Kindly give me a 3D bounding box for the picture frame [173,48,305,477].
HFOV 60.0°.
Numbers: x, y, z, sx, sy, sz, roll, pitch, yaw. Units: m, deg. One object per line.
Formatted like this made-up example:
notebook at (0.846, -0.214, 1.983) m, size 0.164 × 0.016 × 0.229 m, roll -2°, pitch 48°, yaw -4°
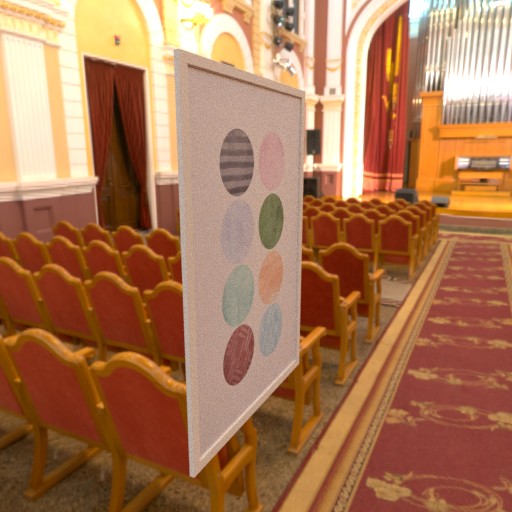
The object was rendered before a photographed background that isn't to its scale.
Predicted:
picture frame at (0.000, 0.000, 1.229) m, size 0.013 × 0.940 × 0.659 m, roll 7°, pitch 14°, yaw 27°
